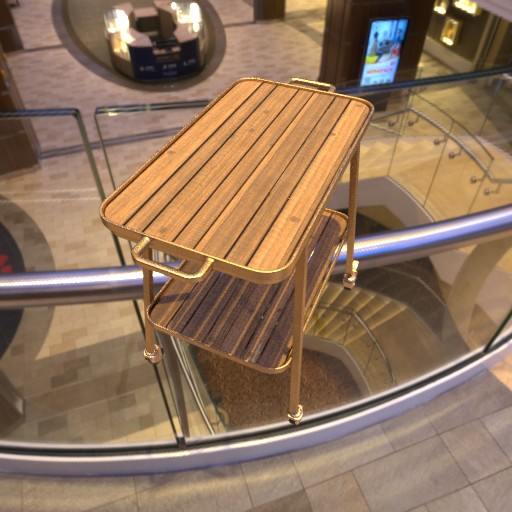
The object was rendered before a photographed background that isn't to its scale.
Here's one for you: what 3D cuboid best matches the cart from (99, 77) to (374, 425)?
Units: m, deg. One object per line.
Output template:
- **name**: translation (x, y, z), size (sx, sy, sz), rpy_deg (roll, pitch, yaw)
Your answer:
- **cart**: translation (0.000, 0.000, 1.267), size (0.524, 0.700, 0.806), rpy_deg (18, 48, 17)
